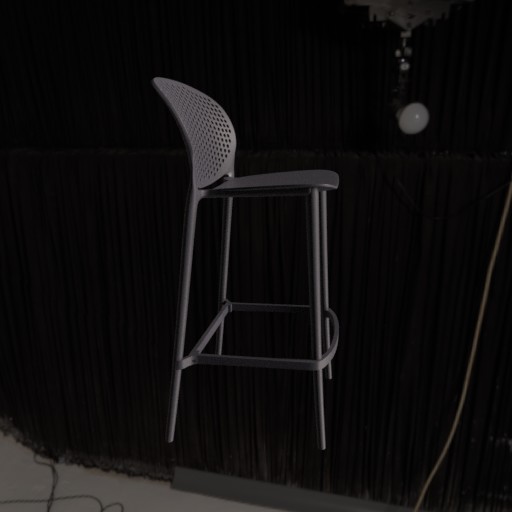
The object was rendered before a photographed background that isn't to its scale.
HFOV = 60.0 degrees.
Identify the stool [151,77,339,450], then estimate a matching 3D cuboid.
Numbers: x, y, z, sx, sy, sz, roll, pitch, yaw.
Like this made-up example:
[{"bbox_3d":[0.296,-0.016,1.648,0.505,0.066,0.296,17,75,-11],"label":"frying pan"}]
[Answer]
[{"bbox_3d":[0.000,0.000,1.392,0.535,1.045,0.536,3,17,11],"label":"stool"}]
